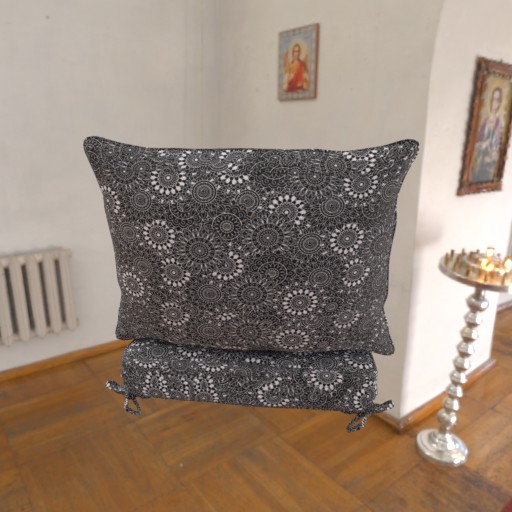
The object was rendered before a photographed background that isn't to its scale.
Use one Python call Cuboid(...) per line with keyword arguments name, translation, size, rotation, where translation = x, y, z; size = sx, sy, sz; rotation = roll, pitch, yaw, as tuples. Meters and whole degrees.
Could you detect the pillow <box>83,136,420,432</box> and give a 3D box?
Cuboid(name="pillow", translation=(0.000, 0.000, 1.364), size=(0.798, 0.722, 0.740), rotation=(2, 16, 7))
